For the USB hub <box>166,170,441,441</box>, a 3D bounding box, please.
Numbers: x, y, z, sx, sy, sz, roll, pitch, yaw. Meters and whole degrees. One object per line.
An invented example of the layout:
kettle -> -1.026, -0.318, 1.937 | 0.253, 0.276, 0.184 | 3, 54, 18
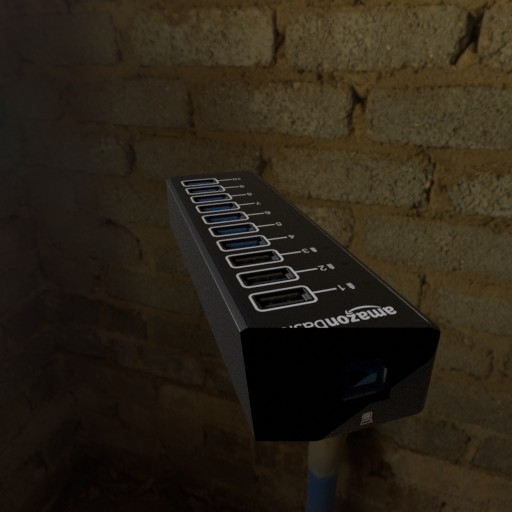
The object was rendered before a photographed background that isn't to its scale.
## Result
USB hub -> 0.000, 0.000, 0.159 | 0.044, 0.023, 0.145 | -8, 27, -16
